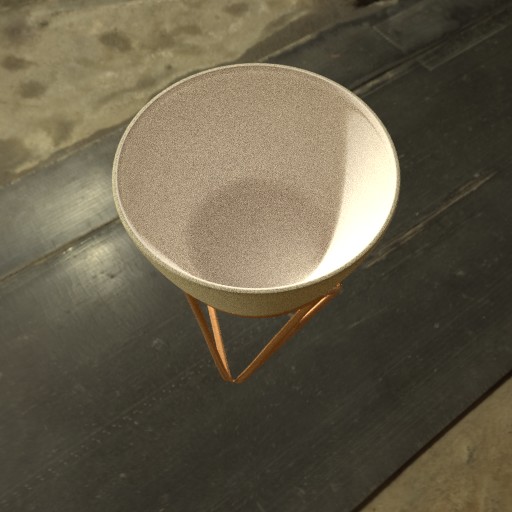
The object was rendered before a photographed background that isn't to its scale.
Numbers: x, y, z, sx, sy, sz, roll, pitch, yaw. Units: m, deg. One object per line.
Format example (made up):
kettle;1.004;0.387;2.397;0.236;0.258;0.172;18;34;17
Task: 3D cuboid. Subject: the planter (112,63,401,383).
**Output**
planter;0.000;0.000;0.764;0.350;0.504;0.350;15;64;7
